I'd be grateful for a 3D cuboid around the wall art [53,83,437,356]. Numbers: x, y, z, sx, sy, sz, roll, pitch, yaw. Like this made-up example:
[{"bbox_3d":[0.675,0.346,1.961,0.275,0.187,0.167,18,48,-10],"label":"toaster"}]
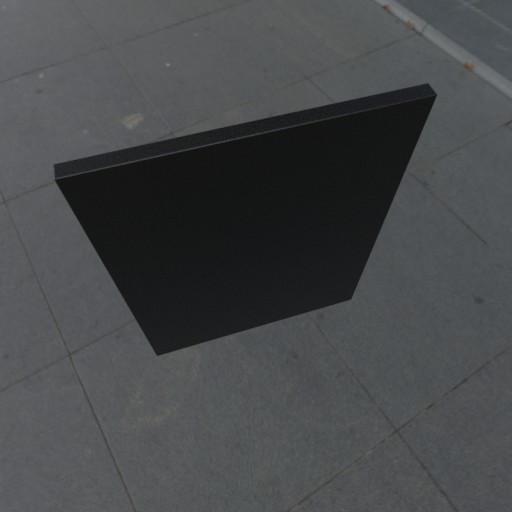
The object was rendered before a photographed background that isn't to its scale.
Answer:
[{"bbox_3d":[0.000,0.000,1.573,0.950,1.194,0.053,-15,60,-9],"label":"wall art"}]
